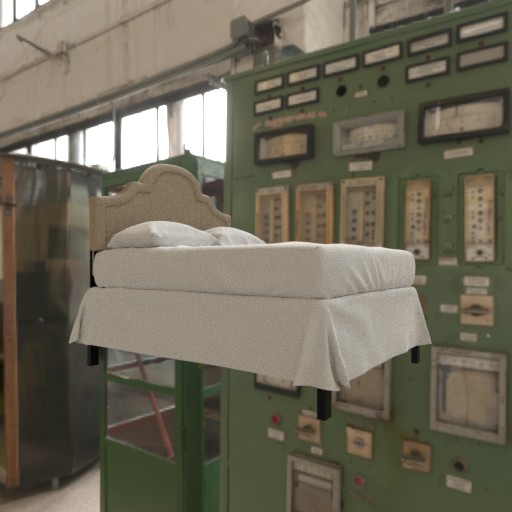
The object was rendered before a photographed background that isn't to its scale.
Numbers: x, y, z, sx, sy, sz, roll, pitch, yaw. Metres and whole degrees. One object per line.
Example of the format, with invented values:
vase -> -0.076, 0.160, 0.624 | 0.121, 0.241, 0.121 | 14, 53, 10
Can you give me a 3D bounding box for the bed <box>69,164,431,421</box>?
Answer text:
bed -> 0.000, 0.000, 3.383 | 2.222, 1.634, 1.780 | -1, -1, 36
